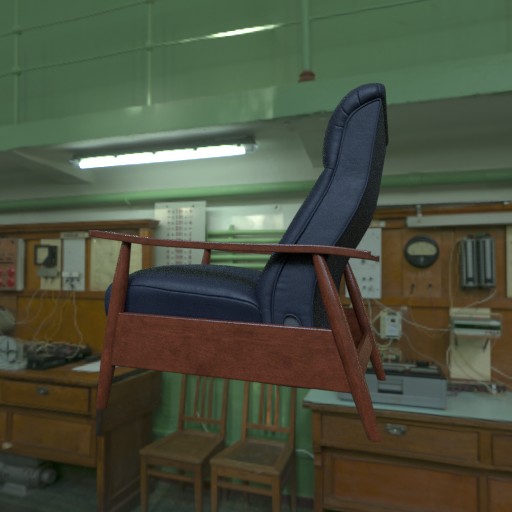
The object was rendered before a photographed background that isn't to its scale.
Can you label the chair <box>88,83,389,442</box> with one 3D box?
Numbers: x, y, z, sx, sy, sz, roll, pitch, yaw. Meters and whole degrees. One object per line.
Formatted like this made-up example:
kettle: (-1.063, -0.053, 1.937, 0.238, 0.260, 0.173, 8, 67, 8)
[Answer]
chair: (0.000, 0.000, 1.771, 1.014, 1.082, 0.762, 0, -1, 18)
